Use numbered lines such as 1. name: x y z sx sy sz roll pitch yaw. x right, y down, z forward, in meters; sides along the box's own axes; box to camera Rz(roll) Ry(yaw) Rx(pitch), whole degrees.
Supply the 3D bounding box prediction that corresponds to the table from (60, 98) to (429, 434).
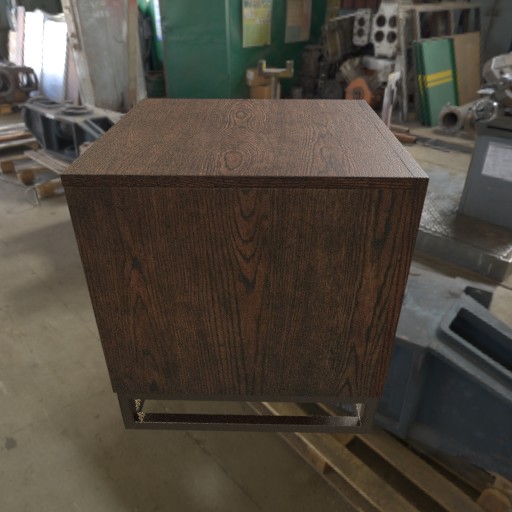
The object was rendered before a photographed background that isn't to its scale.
1. table: 0.000 0.000 1.011 0.566 0.582 0.506 1 31 1
